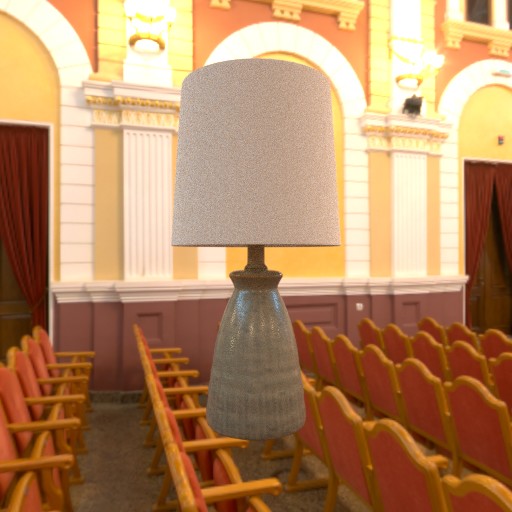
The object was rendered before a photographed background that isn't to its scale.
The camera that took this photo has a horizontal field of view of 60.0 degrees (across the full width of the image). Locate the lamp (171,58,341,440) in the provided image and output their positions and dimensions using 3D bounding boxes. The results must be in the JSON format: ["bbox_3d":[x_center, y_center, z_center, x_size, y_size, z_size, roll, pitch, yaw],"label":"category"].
[{"bbox_3d":[0.000,0.000,0.495,0.186,0.369,0.186,0,0,0],"label":"lamp"}]
